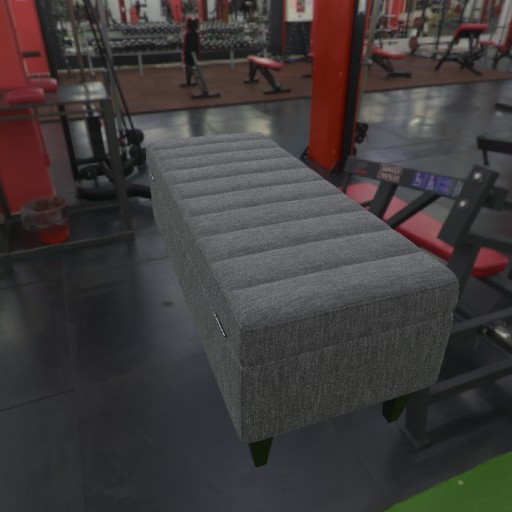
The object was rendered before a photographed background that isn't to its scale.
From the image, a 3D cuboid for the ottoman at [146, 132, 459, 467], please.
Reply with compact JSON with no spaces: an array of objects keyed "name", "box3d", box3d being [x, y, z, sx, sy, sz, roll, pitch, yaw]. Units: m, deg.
[{"name":"ottoman","box3d":[0.000,0.000,1.376,0.482,0.469,1.151,-11,32,-17]}]
